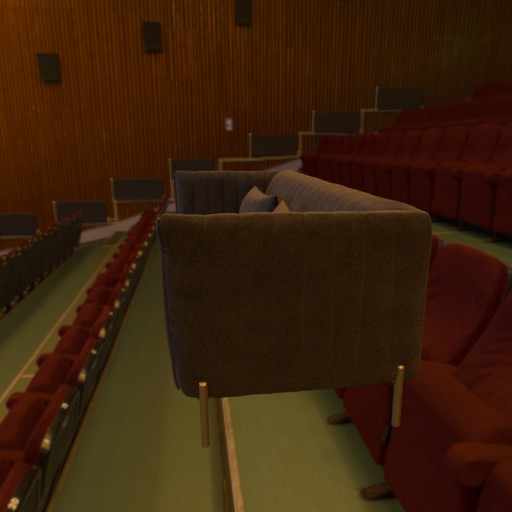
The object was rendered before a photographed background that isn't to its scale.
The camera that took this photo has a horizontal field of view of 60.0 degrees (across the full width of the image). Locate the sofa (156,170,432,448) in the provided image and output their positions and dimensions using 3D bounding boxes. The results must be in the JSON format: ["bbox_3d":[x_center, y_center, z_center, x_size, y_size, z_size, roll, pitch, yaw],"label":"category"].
[{"bbox_3d":[0.000,0.000,2.339,0.876,0.780,1.980,-2,15,-8],"label":"sofa"}]
